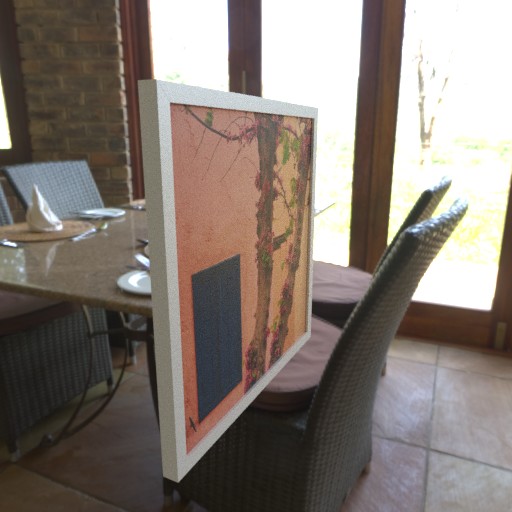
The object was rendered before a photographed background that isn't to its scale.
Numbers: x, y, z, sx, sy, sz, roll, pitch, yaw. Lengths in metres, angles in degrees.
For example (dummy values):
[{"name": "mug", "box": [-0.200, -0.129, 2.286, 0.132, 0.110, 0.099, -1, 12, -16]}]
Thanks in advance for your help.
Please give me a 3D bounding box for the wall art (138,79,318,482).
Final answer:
[{"name": "wall art", "box": [0.000, 0.000, 1.132, 0.038, 0.762, 0.762, 8, 17, 26]}]
